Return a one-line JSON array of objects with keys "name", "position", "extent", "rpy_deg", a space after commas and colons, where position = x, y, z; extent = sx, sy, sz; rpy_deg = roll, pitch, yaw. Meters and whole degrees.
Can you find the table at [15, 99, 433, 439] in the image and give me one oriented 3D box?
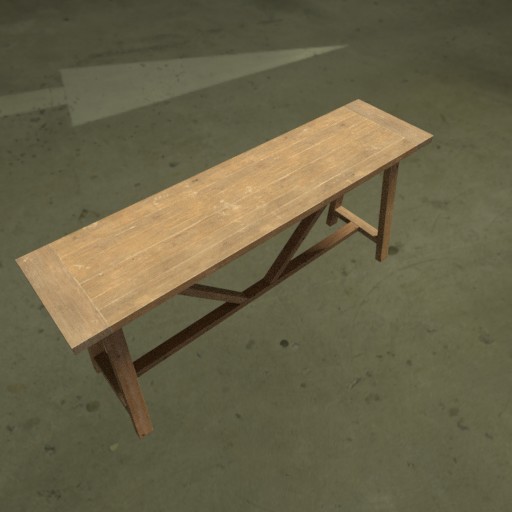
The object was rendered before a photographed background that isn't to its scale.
[{"name": "table", "position": [0.000, 0.000, 2.112], "extent": [1.800, 0.810, 0.465], "rpy_deg": [-31, 54, -26]}]
